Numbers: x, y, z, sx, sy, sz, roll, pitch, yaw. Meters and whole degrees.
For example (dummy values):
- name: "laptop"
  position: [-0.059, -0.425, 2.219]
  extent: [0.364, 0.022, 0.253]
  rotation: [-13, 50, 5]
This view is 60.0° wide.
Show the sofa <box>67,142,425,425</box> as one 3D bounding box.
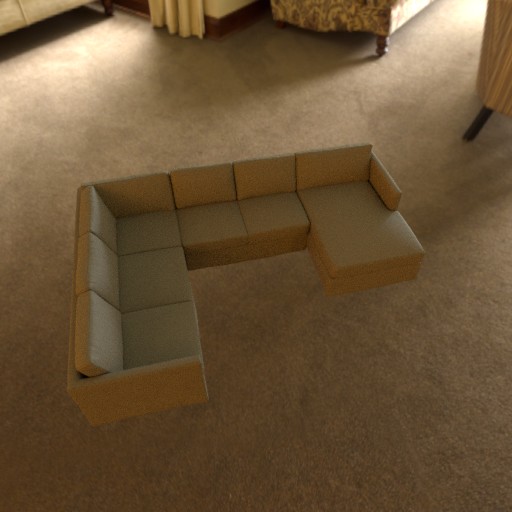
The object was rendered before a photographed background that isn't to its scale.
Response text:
- name: "sofa"
  position: [0.000, 0.000, 4.510]
  extent: [3.460, 0.882, 2.427]
  rotation: [-10, 49, -9]
